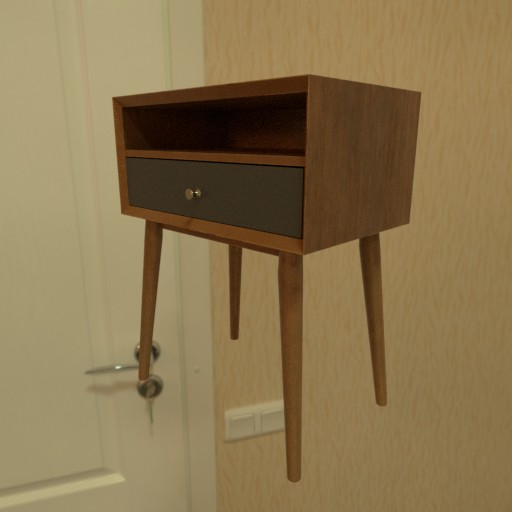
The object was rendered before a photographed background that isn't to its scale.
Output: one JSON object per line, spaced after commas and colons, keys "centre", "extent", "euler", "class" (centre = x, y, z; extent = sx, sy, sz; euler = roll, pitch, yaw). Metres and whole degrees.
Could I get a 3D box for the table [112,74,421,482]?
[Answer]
{"centre": [0.000, 0.000, 0.844], "extent": [0.454, 0.580, 0.307], "euler": [14, 21, 42], "class": "table"}
